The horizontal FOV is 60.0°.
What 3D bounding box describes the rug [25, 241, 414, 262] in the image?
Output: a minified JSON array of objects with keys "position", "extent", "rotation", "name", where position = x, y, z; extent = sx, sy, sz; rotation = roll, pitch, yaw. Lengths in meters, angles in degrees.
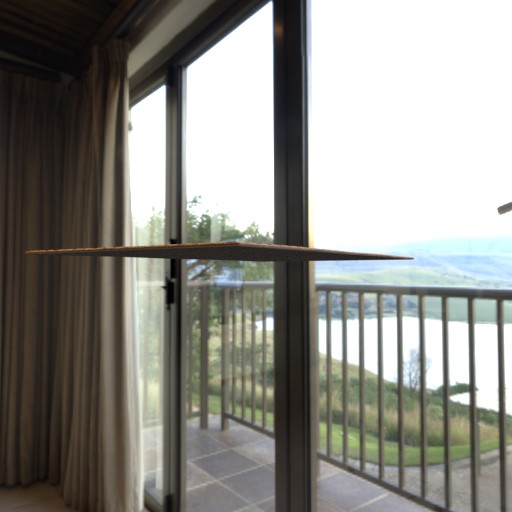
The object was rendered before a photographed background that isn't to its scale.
[{"position":[0.000,0.000,3.103],"extent":[1.521,0.023,2.464],"rotation":[-1,-2,34],"name":"rug"}]
